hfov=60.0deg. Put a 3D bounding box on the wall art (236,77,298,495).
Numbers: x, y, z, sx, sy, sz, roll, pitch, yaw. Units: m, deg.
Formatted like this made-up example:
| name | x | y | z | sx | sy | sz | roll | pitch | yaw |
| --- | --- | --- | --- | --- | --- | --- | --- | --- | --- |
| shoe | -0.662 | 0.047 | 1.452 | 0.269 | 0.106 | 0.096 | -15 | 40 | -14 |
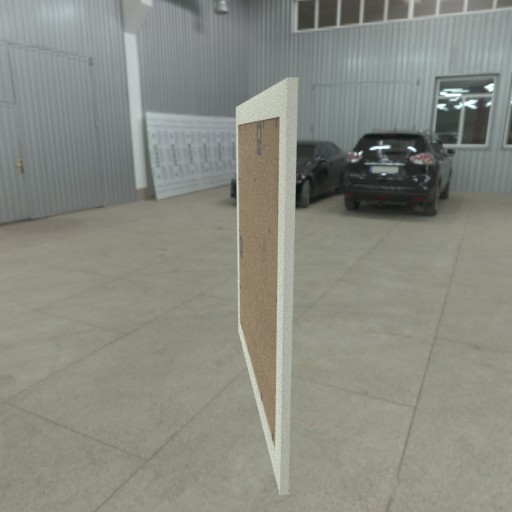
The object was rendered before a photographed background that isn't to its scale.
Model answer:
| name | x | y | z | sx | sy | sz | roll | pitch | yaw |
| --- | --- | --- | --- | --- | --- | --- | --- | --- | --- |
| wall art | 0.000 | 0.000 | 0.869 | 0.013 | 0.584 | 0.584 | -2 | 15 | -8 |
